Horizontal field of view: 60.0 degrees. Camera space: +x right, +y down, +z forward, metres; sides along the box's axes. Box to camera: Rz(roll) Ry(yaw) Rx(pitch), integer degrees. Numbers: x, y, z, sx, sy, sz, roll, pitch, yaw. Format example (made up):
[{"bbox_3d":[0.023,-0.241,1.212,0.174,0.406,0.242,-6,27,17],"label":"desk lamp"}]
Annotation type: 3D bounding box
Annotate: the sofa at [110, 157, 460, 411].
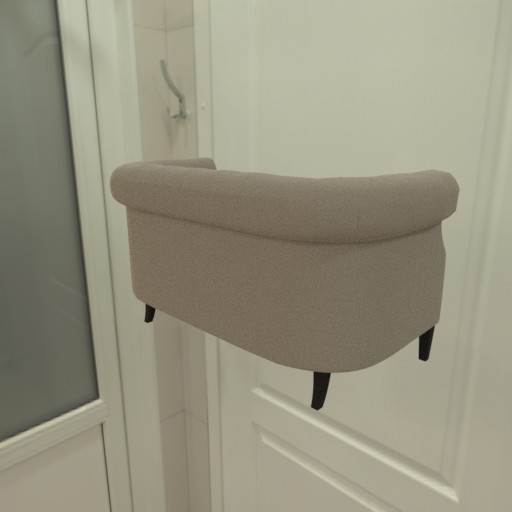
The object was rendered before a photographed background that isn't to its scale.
[{"bbox_3d":[0.000,0.000,2.033,1.558,0.827,0.835,14,21,42],"label":"sofa"}]
